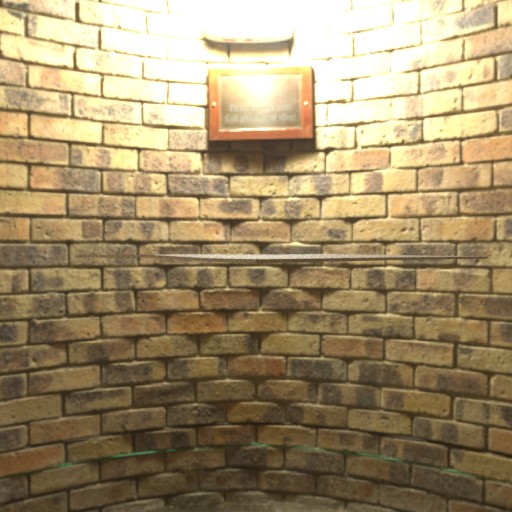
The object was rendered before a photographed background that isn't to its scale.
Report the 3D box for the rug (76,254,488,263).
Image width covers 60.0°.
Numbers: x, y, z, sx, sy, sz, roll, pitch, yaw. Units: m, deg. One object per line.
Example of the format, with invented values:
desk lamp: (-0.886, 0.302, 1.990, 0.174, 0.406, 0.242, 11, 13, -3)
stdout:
rug: (0.000, 0.000, 4.774, 2.757, 0.051, 3.626, 0, 1, -37)
